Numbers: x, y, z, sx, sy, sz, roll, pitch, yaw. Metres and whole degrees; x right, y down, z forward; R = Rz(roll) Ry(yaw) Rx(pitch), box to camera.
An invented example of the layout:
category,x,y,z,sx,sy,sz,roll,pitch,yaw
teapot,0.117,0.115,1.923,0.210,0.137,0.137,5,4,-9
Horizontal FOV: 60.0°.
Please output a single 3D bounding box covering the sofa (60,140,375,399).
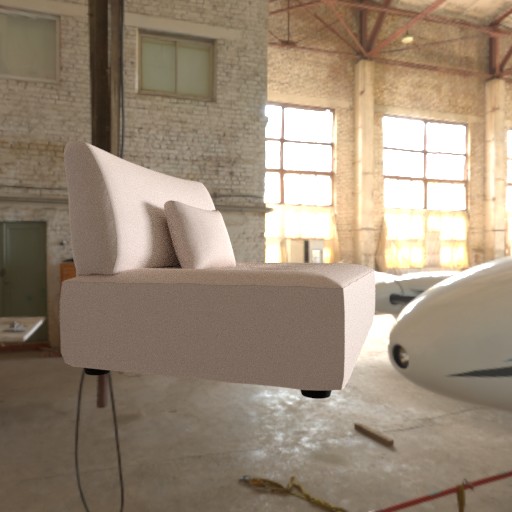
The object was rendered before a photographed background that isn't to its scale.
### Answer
category,x,y,z,sx,sy,sz,roll,pitch,yaw
sofa,0.000,0.000,2.077,1.000,0.820,1.450,0,0,18
